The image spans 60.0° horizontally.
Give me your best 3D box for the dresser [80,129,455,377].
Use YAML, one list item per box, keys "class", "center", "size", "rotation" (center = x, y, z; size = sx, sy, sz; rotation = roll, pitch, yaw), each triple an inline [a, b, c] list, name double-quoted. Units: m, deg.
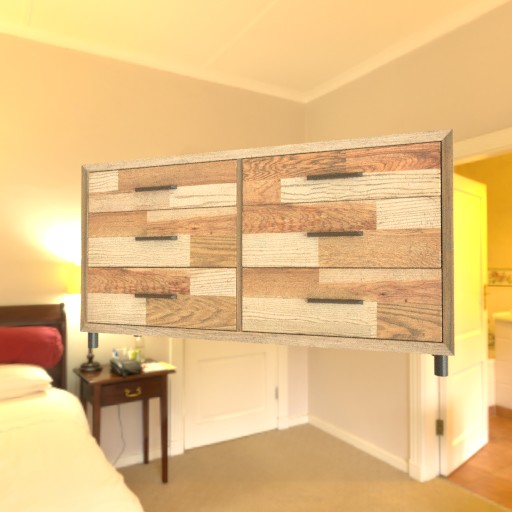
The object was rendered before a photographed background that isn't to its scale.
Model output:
- class: "dresser"
  center: [0.000, 0.000, 1.924]
  size: [1.547, 0.834, 0.487]
  rotation: [0, -1, 20]
